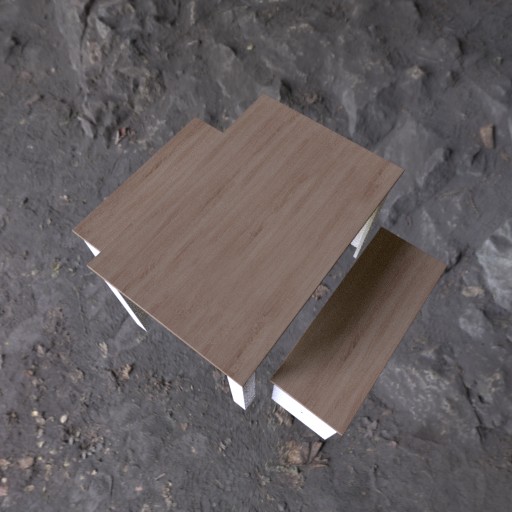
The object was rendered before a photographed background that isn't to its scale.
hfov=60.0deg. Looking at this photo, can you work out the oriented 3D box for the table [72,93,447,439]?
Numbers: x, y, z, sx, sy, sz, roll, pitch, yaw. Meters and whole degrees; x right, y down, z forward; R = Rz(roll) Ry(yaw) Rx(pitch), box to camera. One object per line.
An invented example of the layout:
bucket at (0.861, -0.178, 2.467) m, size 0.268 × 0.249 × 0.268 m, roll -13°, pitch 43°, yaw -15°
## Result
table at (0.000, 0.000, 2.049) m, size 1.443 × 0.700 × 1.100 m, roll 34°, pitch 68°, yaw 16°
